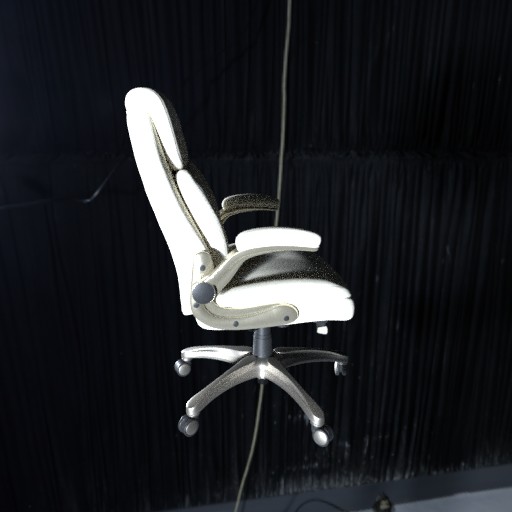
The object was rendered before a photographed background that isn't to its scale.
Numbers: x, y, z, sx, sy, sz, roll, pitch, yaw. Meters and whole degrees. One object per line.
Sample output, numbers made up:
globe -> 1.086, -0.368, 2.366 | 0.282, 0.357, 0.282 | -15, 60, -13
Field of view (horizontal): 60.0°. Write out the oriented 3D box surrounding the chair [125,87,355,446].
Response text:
chair -> 0.000, 0.000, 1.594 | 0.794, 1.110, 0.740 | -3, 17, -10
